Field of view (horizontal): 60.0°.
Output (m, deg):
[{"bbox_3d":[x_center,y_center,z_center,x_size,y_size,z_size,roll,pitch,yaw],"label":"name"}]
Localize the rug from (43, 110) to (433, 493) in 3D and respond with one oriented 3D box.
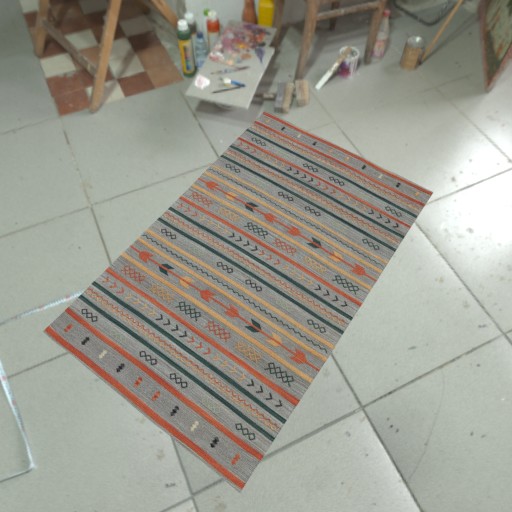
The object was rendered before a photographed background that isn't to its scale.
[{"bbox_3d":[0.000,0.000,3.037,1.537,0.029,2.439,31,64,17],"label":"rug"}]
